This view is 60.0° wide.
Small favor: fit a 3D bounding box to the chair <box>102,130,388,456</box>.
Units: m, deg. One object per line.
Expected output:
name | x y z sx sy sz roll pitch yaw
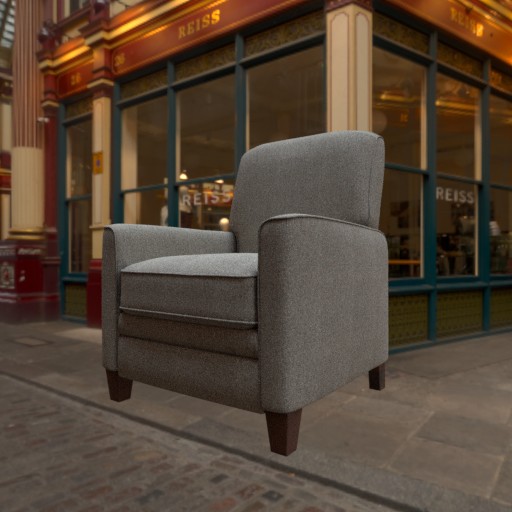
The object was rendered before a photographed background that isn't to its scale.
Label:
chair | 0.000 0.000 1.665 0.841 1.028 0.858 0 1 36
